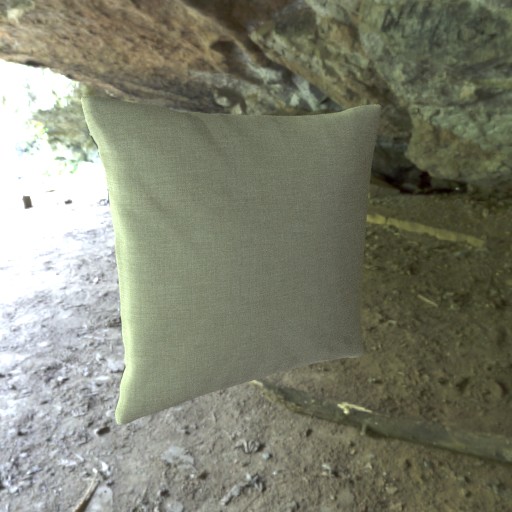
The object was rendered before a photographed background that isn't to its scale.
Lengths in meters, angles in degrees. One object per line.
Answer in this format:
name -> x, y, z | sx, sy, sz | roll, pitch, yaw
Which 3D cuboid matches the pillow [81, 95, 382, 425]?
pillow -> 0.000, 0.000, 0.763 | 0.517, 0.508, 0.158 | -8, 18, -27
